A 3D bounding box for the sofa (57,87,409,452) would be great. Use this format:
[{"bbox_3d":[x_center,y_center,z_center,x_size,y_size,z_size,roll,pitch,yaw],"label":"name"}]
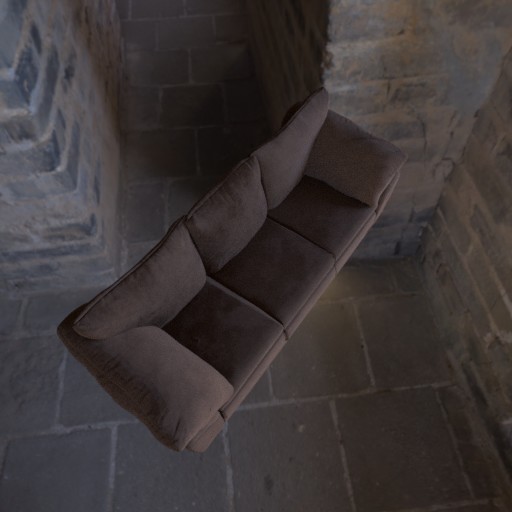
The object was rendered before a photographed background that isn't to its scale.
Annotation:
[{"bbox_3d":[0.000,0.000,2.773,0.878,1.015,2.336,31,62,19],"label":"sofa"}]
